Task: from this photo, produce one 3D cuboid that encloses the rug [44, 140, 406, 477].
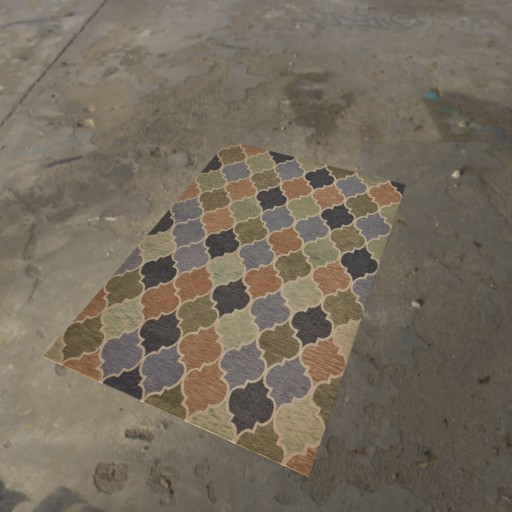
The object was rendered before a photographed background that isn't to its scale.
[{"bbox_3d":[0.000,0.000,2.328,1.216,0.006,1.828,18,50,16],"label":"rug"}]
